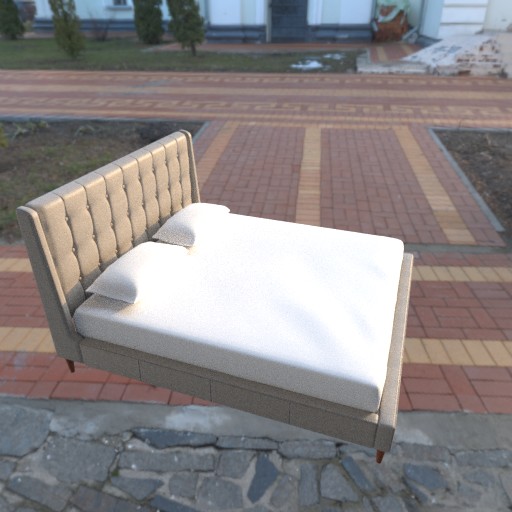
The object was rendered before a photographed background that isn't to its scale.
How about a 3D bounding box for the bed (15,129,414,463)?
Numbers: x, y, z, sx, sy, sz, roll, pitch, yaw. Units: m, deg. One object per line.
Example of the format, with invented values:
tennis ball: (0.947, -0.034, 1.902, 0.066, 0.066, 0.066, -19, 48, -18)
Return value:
bed: (0.000, 0.000, 3.423, 2.342, 1.289, 2.062, 10, 31, 17)
